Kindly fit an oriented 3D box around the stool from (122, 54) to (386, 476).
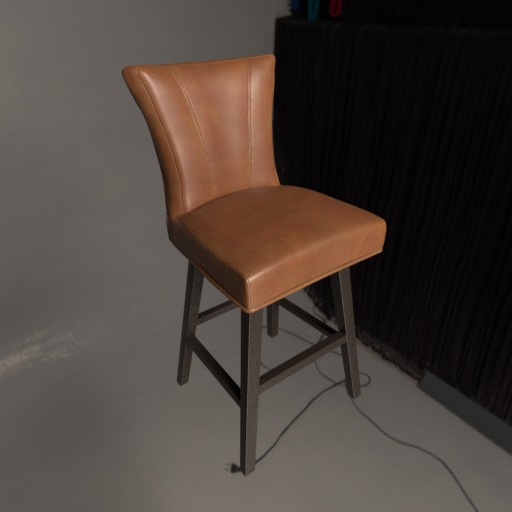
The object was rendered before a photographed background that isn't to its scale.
[{"bbox_3d":[0.000,0.000,1.387,0.522,1.094,0.585,-21,36,-32],"label":"stool"}]
